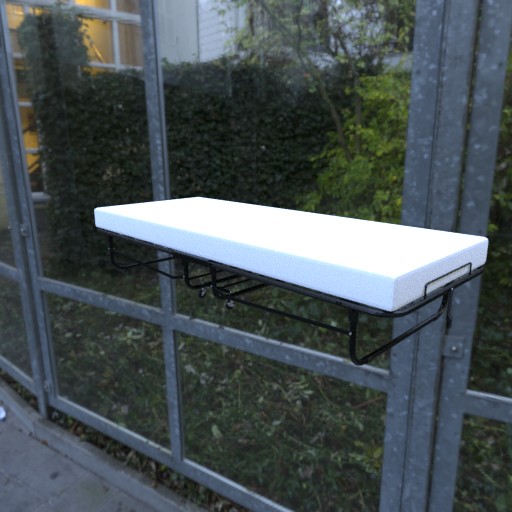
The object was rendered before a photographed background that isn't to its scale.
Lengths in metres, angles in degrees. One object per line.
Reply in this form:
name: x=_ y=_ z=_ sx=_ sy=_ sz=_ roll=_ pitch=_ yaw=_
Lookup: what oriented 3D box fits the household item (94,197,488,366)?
household item: x=0.000 y=0.000 z=2.160 sx=0.787 sy=0.356 sz=1.905 roll=-14 pitch=20 yaw=-43
